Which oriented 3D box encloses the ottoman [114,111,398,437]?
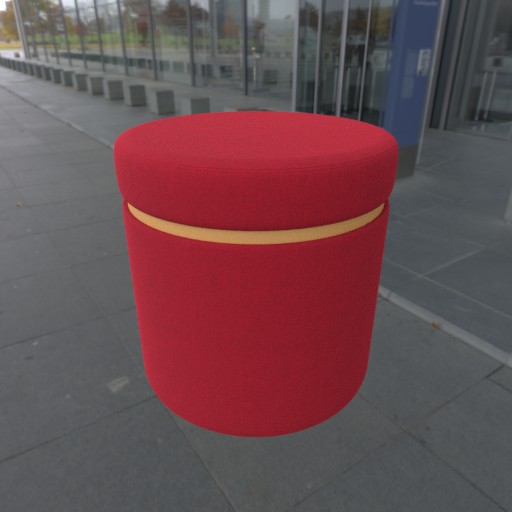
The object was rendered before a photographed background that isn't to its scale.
[{"bbox_3d":[0.000,0.000,0.725,0.400,0.406,0.400,0,26,0],"label":"ottoman"}]
